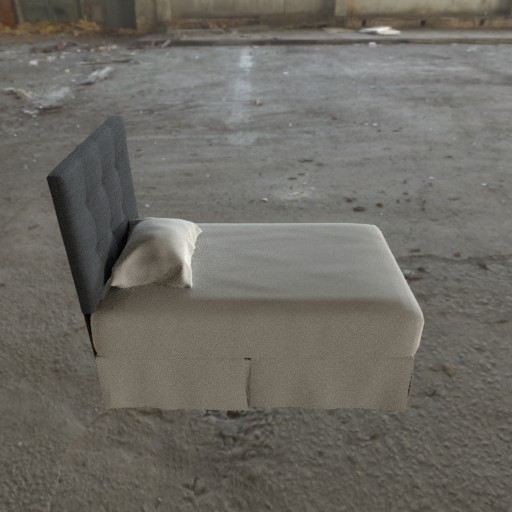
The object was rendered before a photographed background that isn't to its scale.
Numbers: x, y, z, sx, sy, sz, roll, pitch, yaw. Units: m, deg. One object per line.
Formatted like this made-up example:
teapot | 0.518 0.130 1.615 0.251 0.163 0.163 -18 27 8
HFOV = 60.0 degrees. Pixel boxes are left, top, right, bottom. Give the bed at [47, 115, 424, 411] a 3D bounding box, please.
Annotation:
bed | 0.000 0.000 2.946 1.997 1.571 1.261 0 32 0
